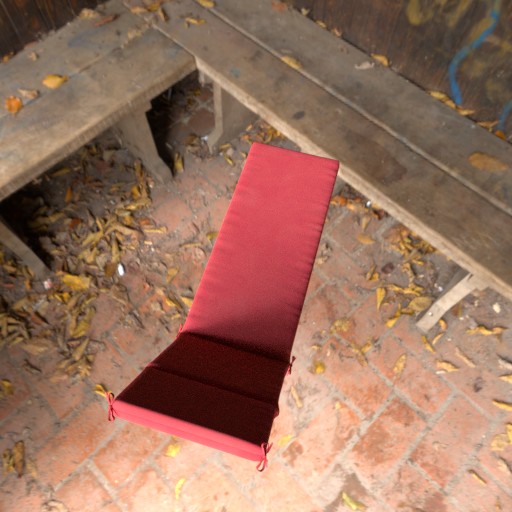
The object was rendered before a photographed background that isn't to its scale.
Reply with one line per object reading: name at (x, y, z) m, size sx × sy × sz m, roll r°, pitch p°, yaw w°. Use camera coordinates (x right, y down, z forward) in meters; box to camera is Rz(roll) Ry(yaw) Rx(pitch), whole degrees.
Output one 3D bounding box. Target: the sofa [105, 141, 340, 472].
sofa at (0.000, 0.000, 1.986) m, size 0.582 × 0.622 × 1.663 m, roll 15°, pitch 65°, yaw 7°
